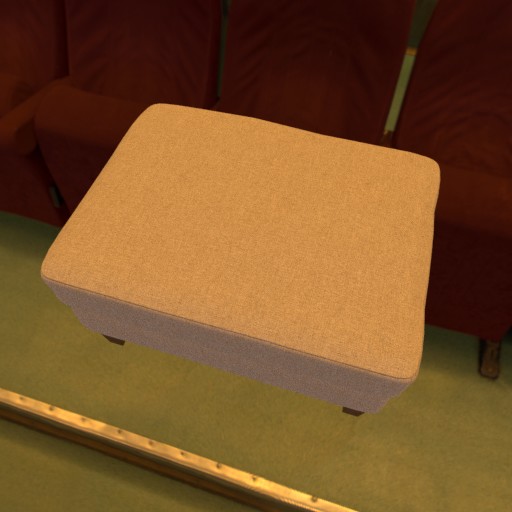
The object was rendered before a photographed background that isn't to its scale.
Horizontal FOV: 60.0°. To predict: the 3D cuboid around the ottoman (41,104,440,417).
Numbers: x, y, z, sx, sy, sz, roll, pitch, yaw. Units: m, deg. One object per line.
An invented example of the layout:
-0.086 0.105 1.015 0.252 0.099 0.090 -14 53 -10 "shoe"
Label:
0.000 0.000 1.302 0.898 0.519 0.677 14 58 9 "ottoman"
